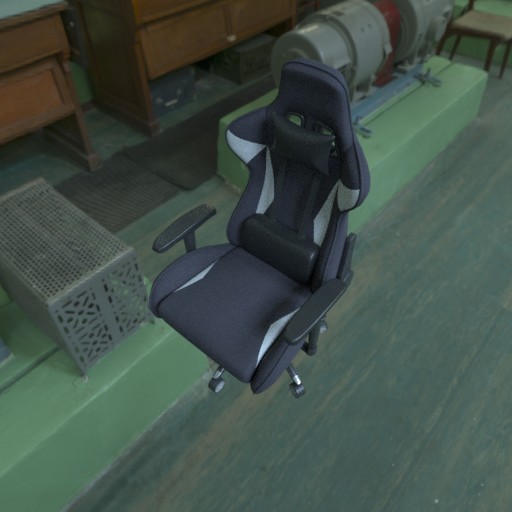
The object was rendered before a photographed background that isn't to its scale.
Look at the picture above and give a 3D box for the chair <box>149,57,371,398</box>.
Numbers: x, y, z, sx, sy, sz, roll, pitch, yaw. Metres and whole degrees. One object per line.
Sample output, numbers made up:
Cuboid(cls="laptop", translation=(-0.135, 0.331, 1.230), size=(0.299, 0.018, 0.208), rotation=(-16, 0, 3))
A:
Cuboid(cls="chair", translation=(0.000, 0.000, 1.713), size=(0.730, 1.300, 0.695), rotation=(31, 54, 26))
